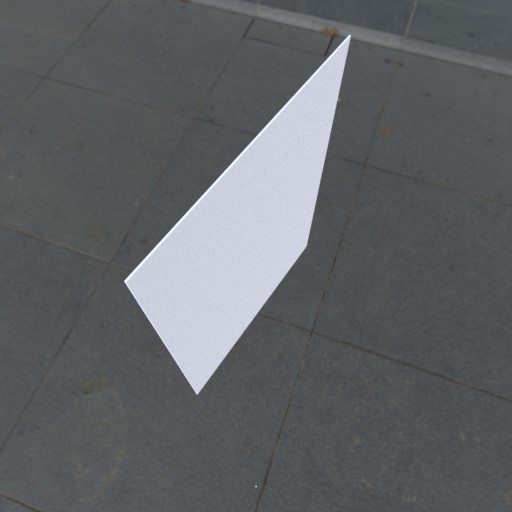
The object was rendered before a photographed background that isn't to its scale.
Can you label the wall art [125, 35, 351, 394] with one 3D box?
[{"bbox_3d":[0.000,0.000,0.800,0.003,0.610,0.457,32,67,15],"label":"wall art"}]
